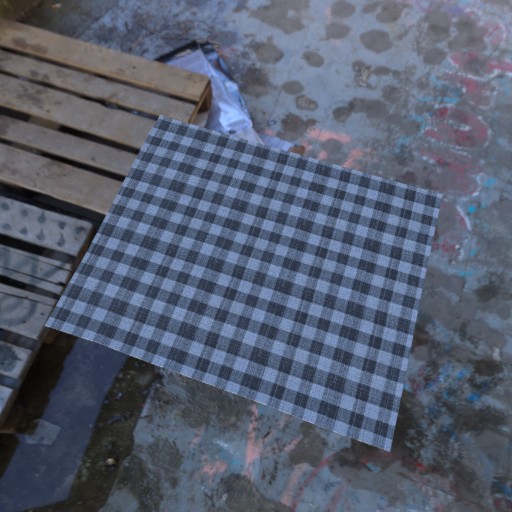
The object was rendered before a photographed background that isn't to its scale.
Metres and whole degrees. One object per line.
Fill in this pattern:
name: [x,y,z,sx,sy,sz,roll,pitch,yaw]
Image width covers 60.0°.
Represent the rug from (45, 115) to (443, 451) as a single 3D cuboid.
rug: [0.000,0.000,4.065,3.021,0.013,2.432,18,67,8]
